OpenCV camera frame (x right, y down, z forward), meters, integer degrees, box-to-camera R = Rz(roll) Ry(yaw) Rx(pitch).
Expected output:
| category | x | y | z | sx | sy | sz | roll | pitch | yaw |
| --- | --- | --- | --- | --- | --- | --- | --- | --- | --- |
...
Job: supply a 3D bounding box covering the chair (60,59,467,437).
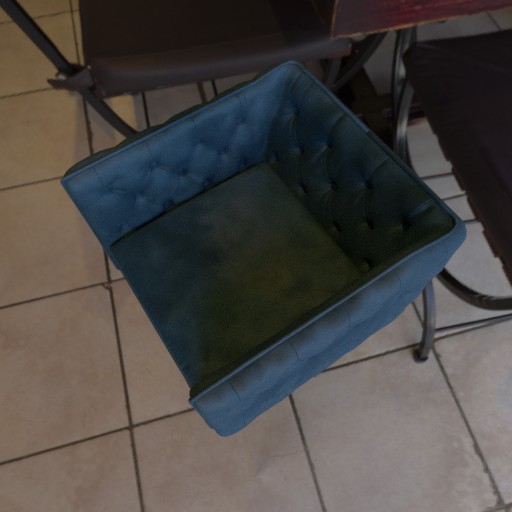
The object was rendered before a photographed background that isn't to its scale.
| category | x | y | z | sx | sy | sz | roll | pitch | yaw |
| --- | --- | --- | --- | --- | --- | --- | --- | --- | --- |
| chair | 0.000 | 0.000 | 1.569 | 0.877 | 0.771 | 0.868 | -31 | 68 | -14 |
